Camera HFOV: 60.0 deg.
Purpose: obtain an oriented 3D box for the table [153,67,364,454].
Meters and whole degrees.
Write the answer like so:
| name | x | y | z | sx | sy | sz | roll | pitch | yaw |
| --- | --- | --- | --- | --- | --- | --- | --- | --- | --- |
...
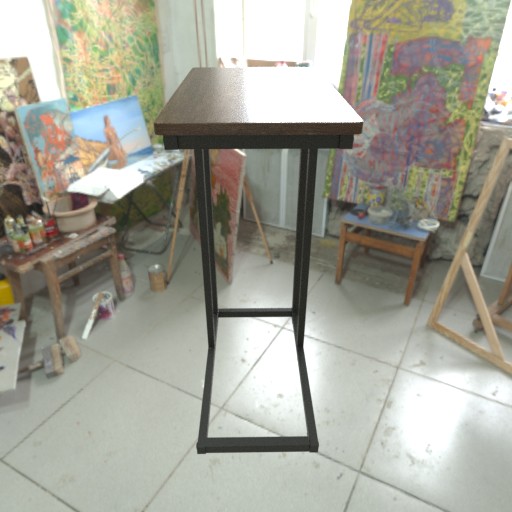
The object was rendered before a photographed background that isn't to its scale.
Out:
| name | x | y | z | sx | sy | sz | roll | pitch | yaw |
| --- | --- | --- | --- | --- | --- | --- | --- | --- | --- |
| table | 0.000 | 0.000 | 0.883 | 0.254 | 0.637 | 0.450 | 0 | 31 | -1 |
